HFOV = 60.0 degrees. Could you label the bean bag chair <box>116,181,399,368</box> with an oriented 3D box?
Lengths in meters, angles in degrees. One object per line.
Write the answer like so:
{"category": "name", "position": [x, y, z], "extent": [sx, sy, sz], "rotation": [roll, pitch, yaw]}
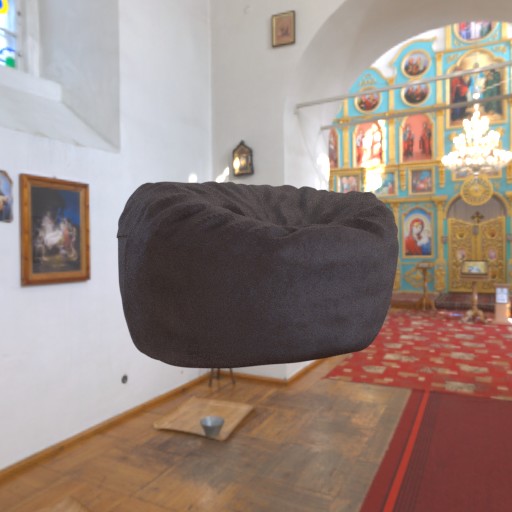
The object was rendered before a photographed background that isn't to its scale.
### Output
{"category": "bean bag chair", "position": [0.000, 0.000, 2.060], "extent": [1.245, 0.821, 1.245], "rotation": [0, 0, 0]}
